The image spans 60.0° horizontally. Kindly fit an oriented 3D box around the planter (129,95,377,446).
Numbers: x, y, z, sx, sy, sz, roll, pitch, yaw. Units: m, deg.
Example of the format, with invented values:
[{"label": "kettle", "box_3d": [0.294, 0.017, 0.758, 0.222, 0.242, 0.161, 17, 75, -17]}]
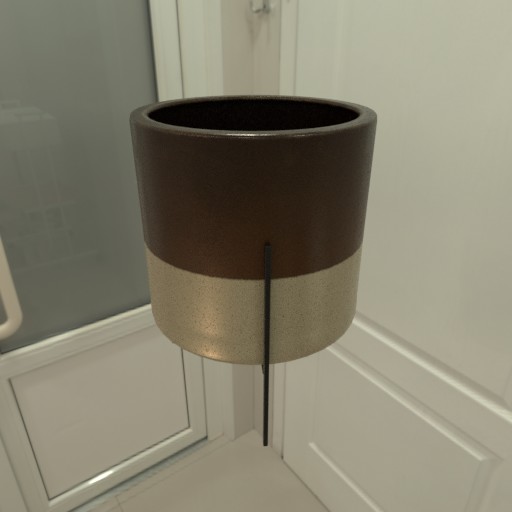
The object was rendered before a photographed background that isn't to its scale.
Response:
[{"label": "planter", "box_3d": [0.000, 0.000, 0.732, 0.354, 0.465, 0.345, -18, 32, -31]}]
